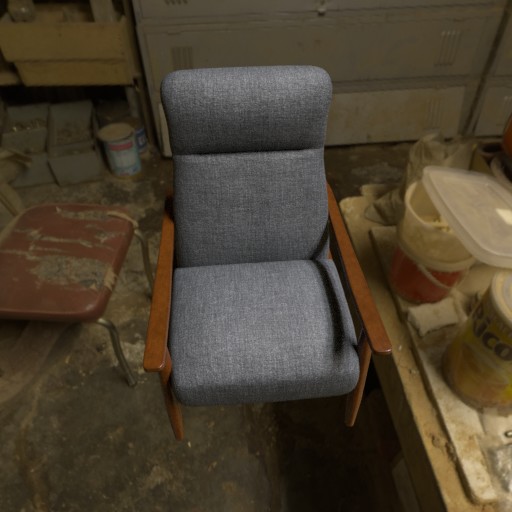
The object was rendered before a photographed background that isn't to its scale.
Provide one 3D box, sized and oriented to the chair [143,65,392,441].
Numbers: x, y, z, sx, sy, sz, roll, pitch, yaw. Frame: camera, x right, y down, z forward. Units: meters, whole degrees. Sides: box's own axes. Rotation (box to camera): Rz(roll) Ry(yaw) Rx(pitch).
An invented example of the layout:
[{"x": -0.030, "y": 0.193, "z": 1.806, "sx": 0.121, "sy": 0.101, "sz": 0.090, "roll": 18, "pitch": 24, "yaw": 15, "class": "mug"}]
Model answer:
[{"x": 0.000, "y": 0.000, "z": 1.748, "sx": 0.762, "sy": 1.082, "sz": 1.030, "roll": -3, "pitch": 47, "yaw": -3, "class": "chair"}]
